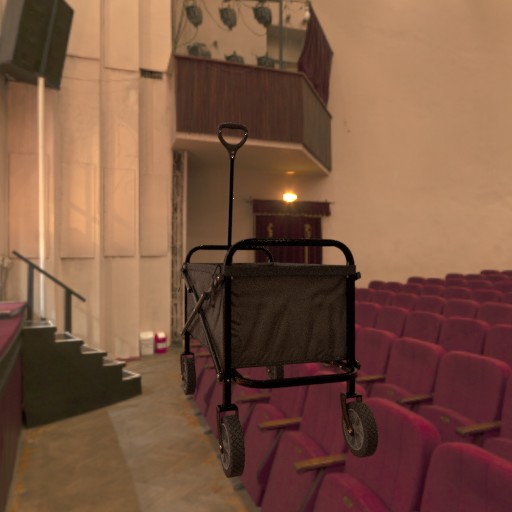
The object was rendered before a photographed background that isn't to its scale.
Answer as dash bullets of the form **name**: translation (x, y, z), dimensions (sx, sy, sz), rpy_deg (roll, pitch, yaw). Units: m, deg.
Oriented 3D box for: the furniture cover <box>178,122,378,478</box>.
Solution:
- **furniture cover**: translation (0.000, 0.000, 1.794), dimensions (0.532, 1.295, 1.038), rpy_deg (0, 0, -17)
